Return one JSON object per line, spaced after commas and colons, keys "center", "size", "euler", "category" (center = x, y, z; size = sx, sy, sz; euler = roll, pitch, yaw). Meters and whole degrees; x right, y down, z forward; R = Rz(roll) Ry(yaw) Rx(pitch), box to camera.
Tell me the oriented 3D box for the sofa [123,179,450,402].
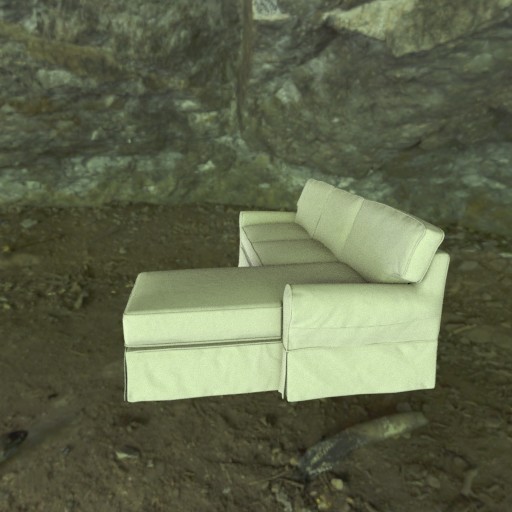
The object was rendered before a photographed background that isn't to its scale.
{"center": [0.000, 0.000, 3.409], "size": [1.733, 0.978, 2.475], "euler": [-2, 16, -8], "category": "sofa"}
